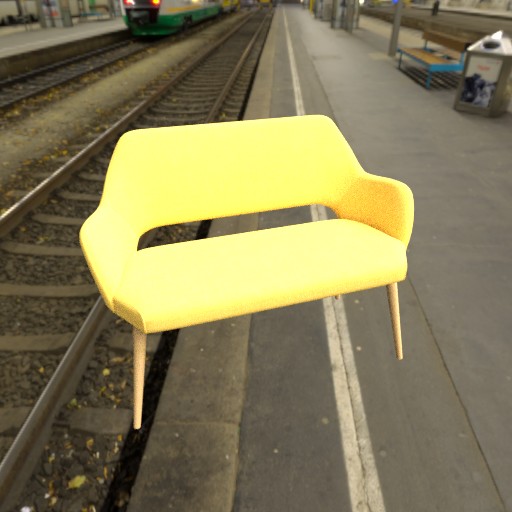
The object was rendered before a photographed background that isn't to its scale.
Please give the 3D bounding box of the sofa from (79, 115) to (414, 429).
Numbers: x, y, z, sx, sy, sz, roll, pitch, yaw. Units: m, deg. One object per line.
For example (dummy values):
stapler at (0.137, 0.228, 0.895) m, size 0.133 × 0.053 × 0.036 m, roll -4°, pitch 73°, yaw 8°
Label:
sofa at (0.000, 0.000, 1.630) m, size 1.150 × 0.840 × 0.610 m, roll -10°, pitch 32°, yaw -16°
